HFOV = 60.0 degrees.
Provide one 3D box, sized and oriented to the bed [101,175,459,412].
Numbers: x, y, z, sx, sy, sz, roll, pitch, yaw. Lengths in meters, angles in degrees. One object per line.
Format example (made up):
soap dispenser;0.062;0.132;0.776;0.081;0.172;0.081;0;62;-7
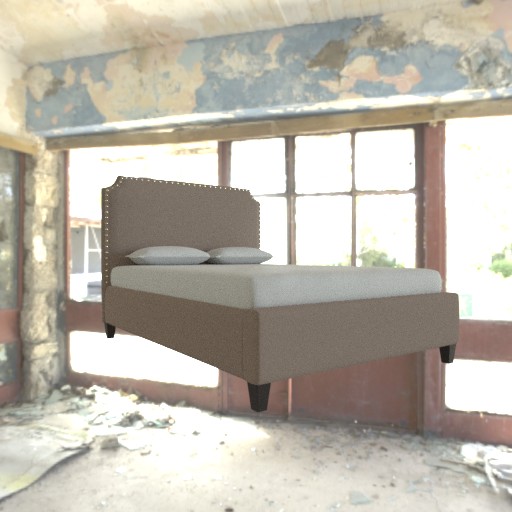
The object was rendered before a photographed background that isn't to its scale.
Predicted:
bed;0.000;0.000;3.451;1.713;1.443;2.372;0;0;-36
